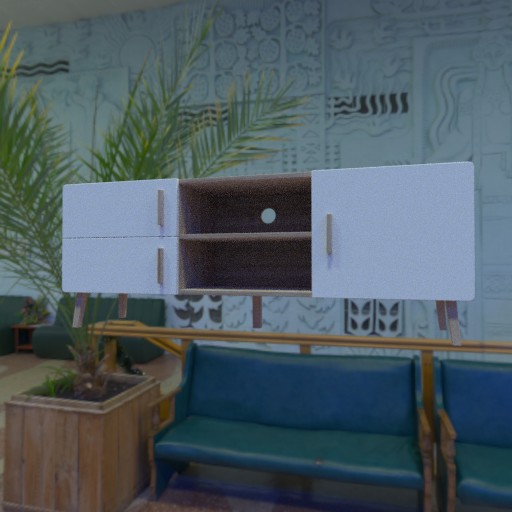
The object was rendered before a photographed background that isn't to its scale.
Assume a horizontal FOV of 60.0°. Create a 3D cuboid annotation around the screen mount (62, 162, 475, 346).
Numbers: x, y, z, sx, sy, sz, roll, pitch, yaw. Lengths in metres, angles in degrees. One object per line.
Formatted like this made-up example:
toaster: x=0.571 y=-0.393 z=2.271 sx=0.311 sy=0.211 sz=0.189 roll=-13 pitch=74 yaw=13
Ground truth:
screen mount: x=0.000 y=0.000 z=1.745 sx=1.500 sy=0.570 sz=0.420 roll=0 pitch=-1 yaw=16
